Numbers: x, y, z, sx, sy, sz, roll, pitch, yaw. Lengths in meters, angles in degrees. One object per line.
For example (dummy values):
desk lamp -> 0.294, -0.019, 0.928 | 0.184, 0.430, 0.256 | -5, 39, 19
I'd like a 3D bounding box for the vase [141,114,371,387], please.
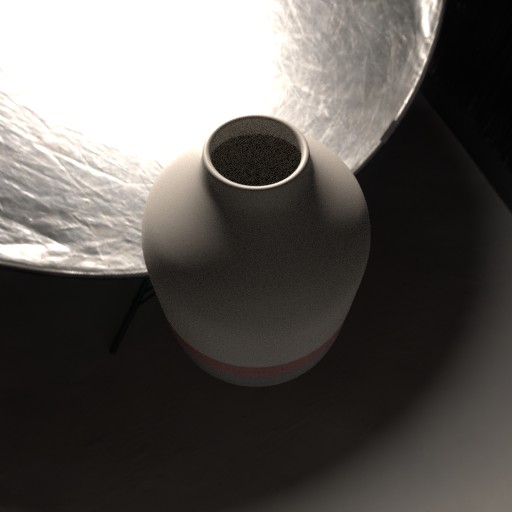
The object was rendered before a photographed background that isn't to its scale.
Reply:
vase -> 0.000, 0.000, 0.362 | 0.169, 0.237, 0.169 | 0, 58, 0
